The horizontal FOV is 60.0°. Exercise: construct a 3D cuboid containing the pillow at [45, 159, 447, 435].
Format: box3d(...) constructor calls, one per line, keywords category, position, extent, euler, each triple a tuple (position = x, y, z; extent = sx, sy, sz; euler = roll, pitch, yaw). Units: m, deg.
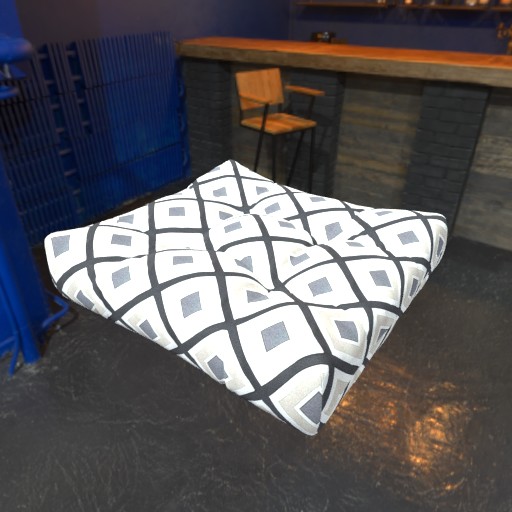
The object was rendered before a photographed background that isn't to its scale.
box3d(category="pillow", position=(0.000, 0.000, 0.724), extent=(0.490, 0.128, 0.468), euler=(21, 36, 30))
